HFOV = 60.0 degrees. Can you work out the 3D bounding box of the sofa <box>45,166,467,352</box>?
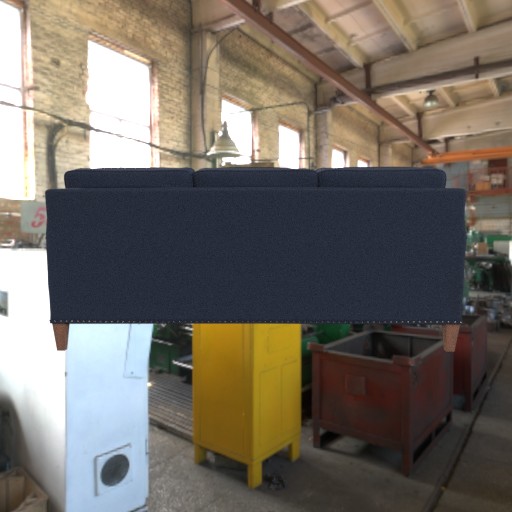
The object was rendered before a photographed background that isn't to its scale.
[{"bbox_3d":[0.000,0.000,2.800,2.246,1.003,1.084,0,2,1],"label":"sofa"}]
